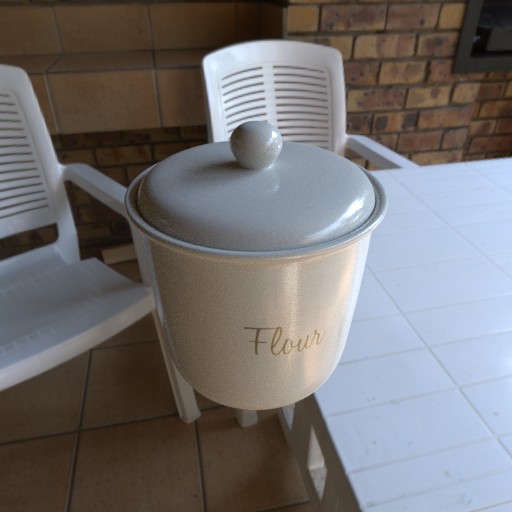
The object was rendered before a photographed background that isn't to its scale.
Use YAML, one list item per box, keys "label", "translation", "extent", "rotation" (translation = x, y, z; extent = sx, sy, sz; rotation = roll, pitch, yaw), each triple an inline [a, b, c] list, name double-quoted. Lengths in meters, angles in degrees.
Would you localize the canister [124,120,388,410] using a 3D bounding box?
- label: "canister"
  translation: [0.000, 0.000, 0.346]
  extent: [0.182, 0.208, 0.182]
  rotation: [0, 33, 0]
